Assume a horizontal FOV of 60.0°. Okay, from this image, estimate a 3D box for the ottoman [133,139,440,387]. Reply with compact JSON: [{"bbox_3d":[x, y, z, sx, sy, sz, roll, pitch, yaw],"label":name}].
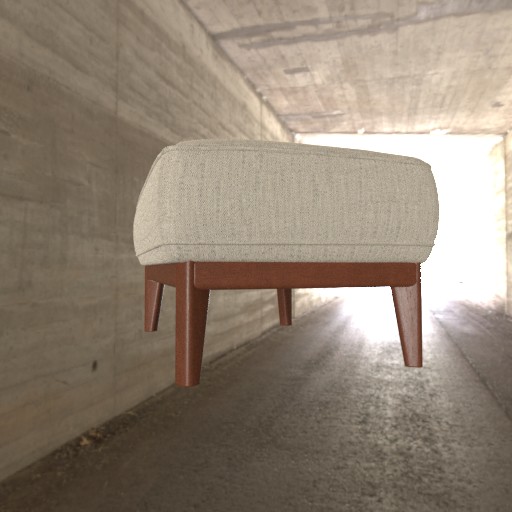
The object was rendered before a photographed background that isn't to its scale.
[{"bbox_3d":[0.000,0.000,1.177,0.594,0.465,0.794,1,-2,-18],"label":"ottoman"}]
